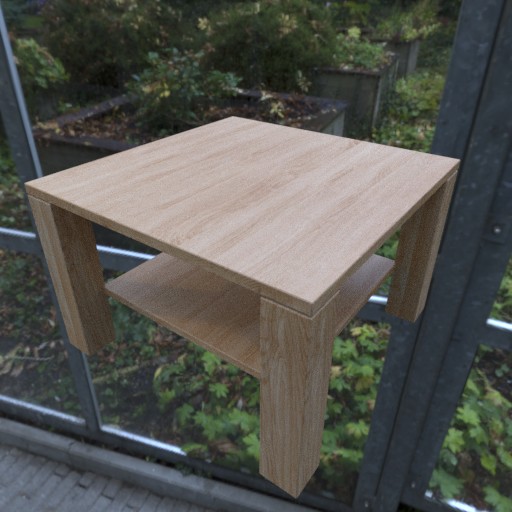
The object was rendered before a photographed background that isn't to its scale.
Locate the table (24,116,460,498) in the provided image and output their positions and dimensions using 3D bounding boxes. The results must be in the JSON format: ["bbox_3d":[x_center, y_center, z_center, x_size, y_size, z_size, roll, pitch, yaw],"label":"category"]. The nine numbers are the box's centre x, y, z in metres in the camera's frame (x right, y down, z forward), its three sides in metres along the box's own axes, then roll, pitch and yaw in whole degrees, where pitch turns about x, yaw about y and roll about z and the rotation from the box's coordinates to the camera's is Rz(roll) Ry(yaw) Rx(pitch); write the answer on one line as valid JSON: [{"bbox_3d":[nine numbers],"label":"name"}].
[{"bbox_3d":[0.000,0.000,1.113,0.700,0.450,0.700,21,37,30],"label":"table"}]
